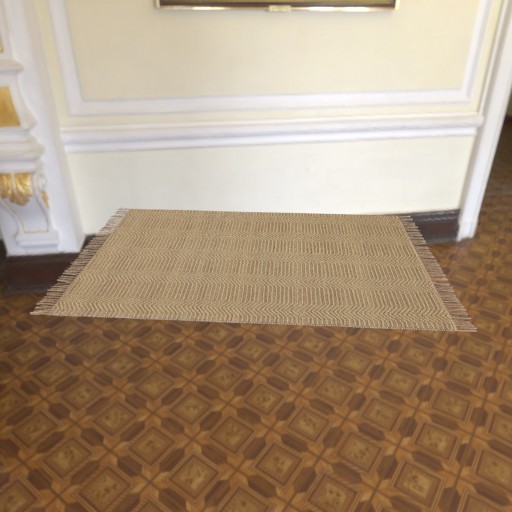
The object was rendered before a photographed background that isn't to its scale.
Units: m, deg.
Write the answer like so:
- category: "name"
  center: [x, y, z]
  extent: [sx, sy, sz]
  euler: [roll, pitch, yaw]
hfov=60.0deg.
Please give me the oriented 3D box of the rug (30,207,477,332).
- category: "rug"
  center: [0.000, 0.000, 3.125]
  extent: [2.523, 0.034, 1.528]
  euler: [2, 29, 3]
